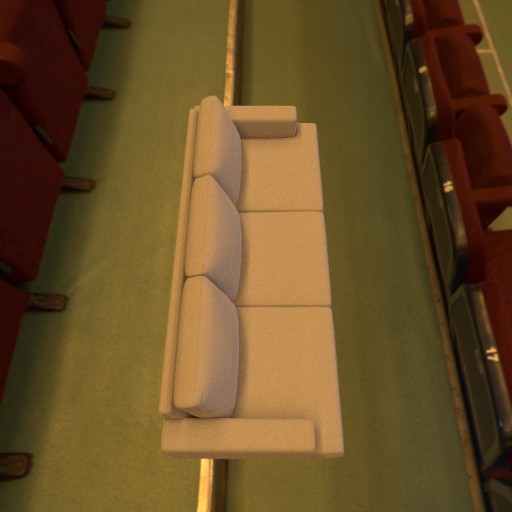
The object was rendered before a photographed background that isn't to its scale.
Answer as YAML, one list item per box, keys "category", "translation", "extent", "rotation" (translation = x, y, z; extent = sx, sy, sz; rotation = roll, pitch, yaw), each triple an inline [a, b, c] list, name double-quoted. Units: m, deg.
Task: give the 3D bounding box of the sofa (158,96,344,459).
- category: "sofa"
  translation: [0.000, 0.000, 2.789]
  extent: [0.920, 0.810, 2.310]
  rotation: [0, 61, 0]
